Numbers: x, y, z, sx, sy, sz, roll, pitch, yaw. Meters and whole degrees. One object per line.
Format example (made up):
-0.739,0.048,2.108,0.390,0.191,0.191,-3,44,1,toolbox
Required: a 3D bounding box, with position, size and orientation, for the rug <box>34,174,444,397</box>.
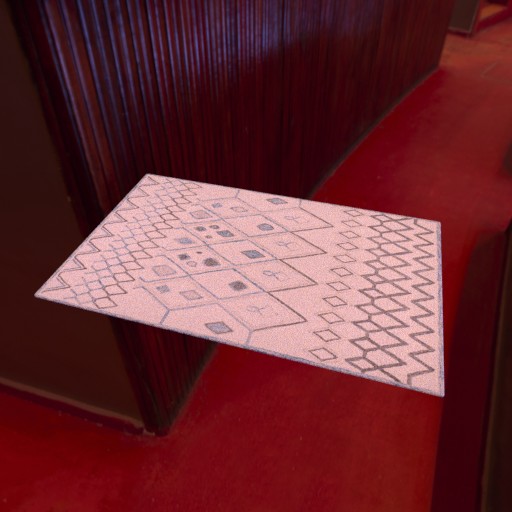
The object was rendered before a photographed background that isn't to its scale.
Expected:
0.000,0.000,3.048,2.439,0.015,1.524,11,43,12,rug
